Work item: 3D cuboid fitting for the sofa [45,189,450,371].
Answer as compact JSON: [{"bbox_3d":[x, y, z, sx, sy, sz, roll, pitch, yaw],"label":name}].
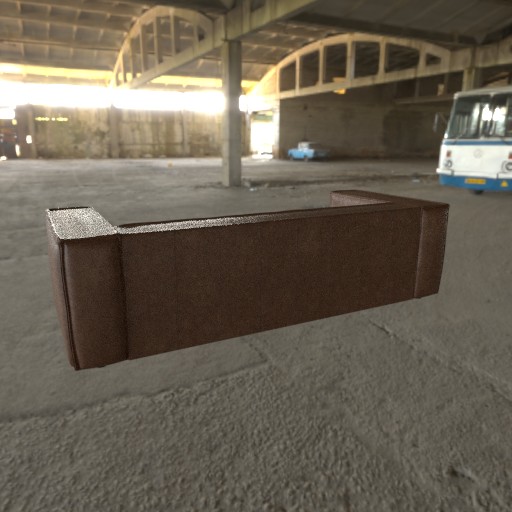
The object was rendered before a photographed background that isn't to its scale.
[{"bbox_3d":[0.000,0.000,3.063,2.581,0.701,1.102,-7,16,-26],"label":"sofa"}]
